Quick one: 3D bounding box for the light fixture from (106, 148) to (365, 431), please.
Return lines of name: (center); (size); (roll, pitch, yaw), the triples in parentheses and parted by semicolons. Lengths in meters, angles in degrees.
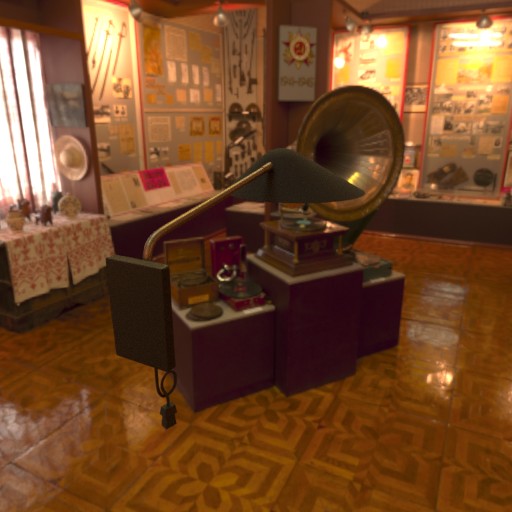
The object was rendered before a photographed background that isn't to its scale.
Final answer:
light fixture: (0.000, 0.000, 0.679); (0.240, 0.312, 0.516); (9, 20, 27)
